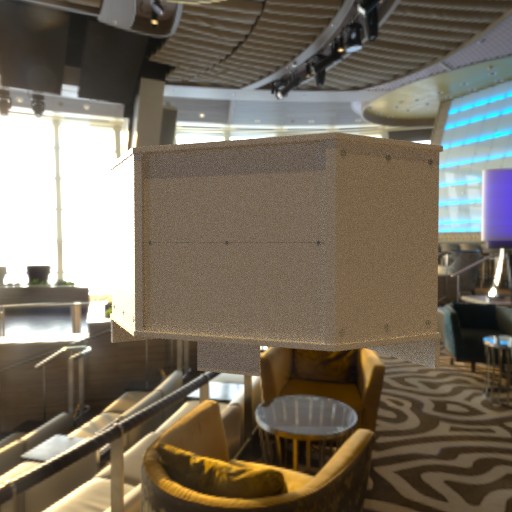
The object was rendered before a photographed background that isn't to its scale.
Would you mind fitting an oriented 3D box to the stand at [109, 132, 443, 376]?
[{"bbox_3d":[0.000,0.000,1.381,1.072,0.614,0.477,1,2,18],"label":"stand"}]
